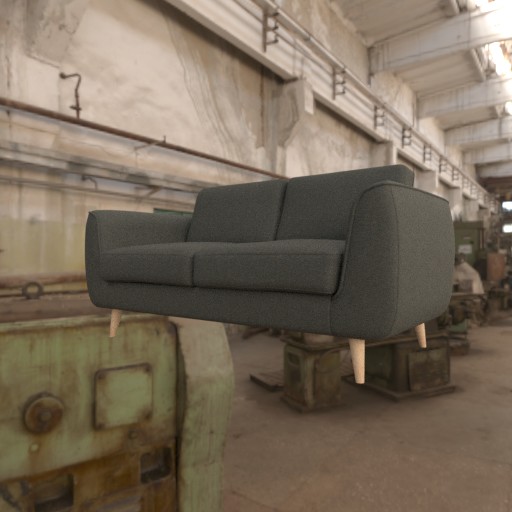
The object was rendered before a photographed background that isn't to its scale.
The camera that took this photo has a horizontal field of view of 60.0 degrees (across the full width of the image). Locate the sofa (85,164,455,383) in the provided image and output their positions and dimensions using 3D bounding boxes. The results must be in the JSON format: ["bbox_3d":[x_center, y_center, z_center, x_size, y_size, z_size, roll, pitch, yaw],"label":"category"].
[{"bbox_3d":[0.000,0.000,2.193,1.700,0.850,0.920,0,0,37],"label":"sofa"}]
